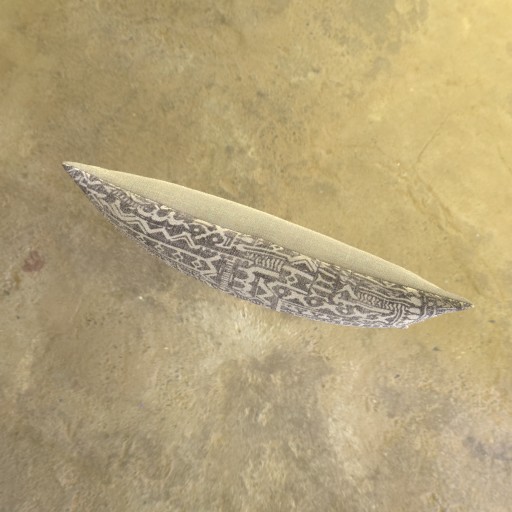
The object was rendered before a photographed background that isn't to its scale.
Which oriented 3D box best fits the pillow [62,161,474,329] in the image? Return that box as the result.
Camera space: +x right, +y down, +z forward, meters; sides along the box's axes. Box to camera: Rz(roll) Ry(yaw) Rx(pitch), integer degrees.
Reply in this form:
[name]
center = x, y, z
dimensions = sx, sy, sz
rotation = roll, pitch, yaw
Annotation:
[pillow]
center = 0.000, 0.000, 0.752
dimensions = 0.631, 0.290, 0.148
rotation = 19, 77, 5
